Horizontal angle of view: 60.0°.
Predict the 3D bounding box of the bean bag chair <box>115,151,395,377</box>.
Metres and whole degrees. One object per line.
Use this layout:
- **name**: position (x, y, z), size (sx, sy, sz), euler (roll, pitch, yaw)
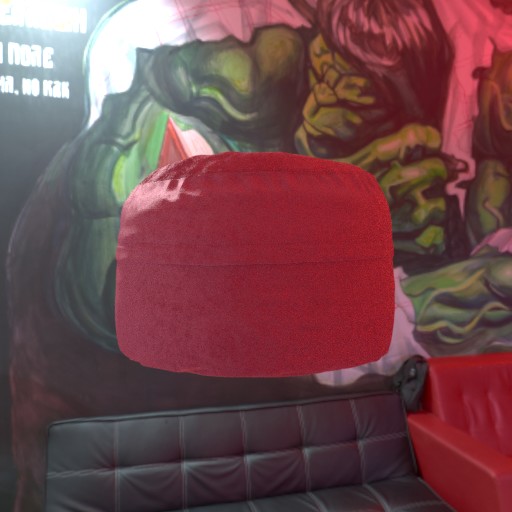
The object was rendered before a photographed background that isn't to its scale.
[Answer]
- **bean bag chair**: position (0.000, 0.000, 2.012), size (1.218, 0.788, 1.218), euler (0, 1, 0)
